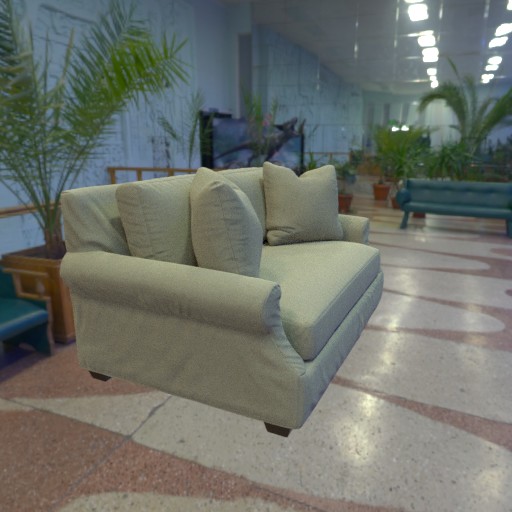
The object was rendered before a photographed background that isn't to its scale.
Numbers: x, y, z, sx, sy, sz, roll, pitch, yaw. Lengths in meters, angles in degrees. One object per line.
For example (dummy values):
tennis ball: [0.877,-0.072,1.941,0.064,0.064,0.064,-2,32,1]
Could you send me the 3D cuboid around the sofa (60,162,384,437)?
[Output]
sofa: [0.000,0.000,2.235,1.070,0.905,1.550,7,16,25]
